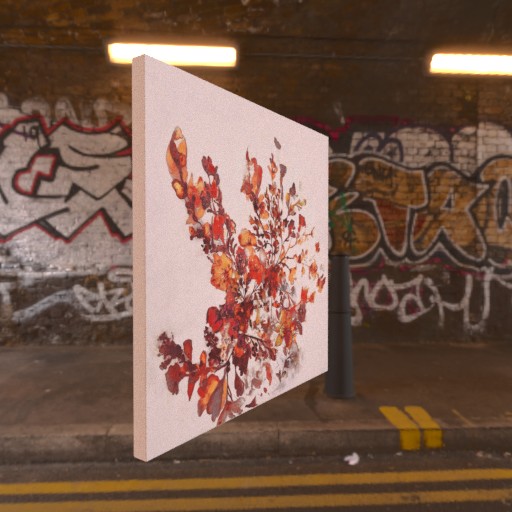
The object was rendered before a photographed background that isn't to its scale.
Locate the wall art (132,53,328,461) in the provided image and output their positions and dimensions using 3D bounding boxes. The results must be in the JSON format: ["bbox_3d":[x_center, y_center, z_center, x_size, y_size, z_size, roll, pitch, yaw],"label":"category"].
[{"bbox_3d":[0.000,0.000,1.516,0.049,1.009,1.009,1,1,35],"label":"wall art"}]
